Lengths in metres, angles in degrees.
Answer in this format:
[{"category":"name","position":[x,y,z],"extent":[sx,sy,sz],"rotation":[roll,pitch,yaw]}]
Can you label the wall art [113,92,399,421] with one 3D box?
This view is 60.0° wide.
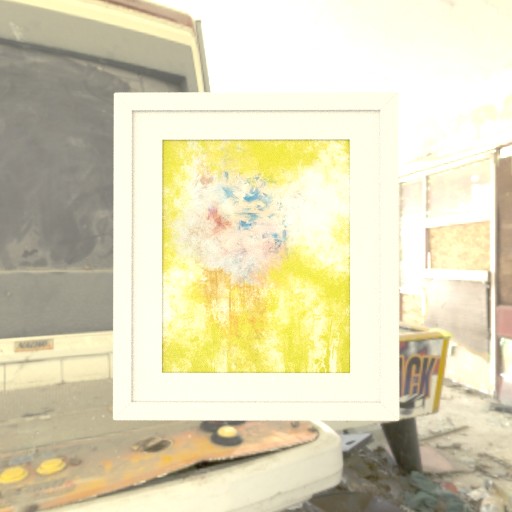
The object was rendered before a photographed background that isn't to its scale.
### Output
[{"category":"wall art","position":[0.000,0.000,0.527],"extent":[0.331,0.381,0.028],"rotation":[0,-1,0]}]
